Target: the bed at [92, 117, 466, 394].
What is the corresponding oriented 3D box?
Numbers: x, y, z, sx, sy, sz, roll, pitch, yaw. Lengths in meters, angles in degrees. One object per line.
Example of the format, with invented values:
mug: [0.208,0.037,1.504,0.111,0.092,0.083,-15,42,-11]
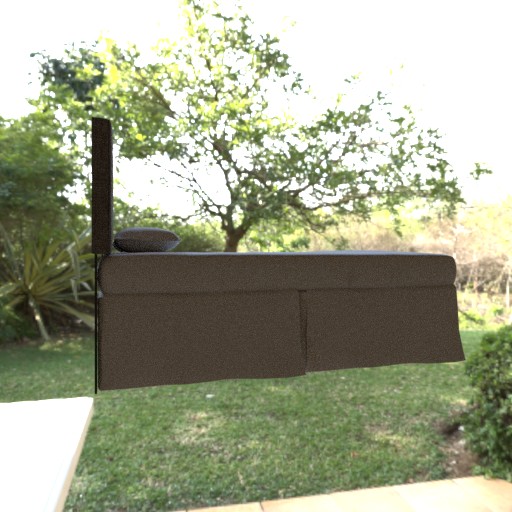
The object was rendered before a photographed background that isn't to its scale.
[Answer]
bed: [0.000,0.000,2.901,1.958,1.168,1.621,0,0,-18]
